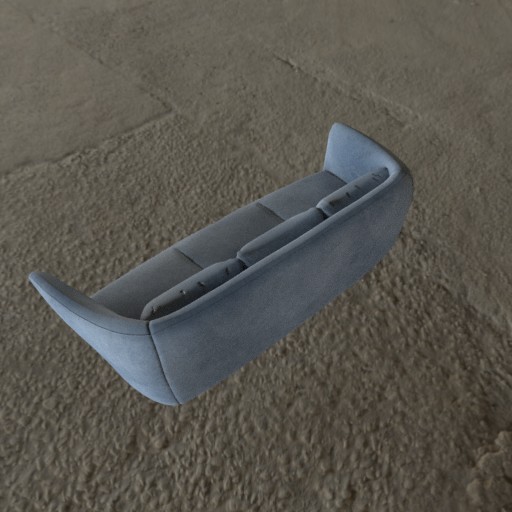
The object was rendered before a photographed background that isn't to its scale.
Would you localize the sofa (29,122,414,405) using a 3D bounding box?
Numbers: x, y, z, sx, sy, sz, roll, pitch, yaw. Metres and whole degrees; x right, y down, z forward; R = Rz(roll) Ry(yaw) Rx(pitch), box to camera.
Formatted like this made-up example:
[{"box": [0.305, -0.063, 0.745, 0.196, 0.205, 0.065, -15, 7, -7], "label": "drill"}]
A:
[{"box": [0.000, 0.000, 2.496, 2.095, 0.795, 0.849, -32, 54, -26], "label": "sofa"}]
